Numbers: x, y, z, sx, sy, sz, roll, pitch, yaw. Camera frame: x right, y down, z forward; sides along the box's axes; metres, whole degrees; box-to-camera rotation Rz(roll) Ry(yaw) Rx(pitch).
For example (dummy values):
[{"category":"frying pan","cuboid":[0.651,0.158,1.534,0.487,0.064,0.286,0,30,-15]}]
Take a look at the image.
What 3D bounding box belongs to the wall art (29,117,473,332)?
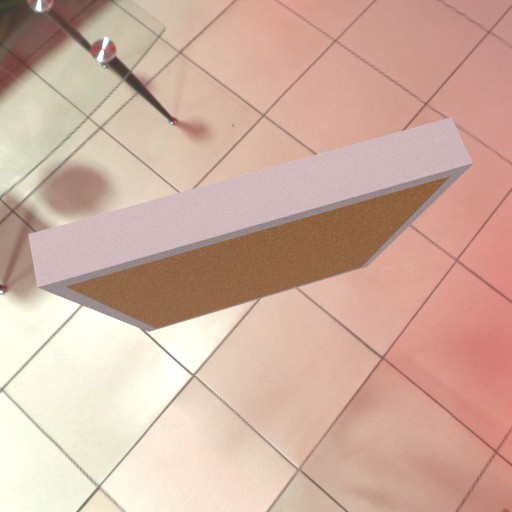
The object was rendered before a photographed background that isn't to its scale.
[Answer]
[{"category":"wall art","cuboid":[0.000,0.000,0.448,0.305,0.305,0.038,-16,76,-4]}]
